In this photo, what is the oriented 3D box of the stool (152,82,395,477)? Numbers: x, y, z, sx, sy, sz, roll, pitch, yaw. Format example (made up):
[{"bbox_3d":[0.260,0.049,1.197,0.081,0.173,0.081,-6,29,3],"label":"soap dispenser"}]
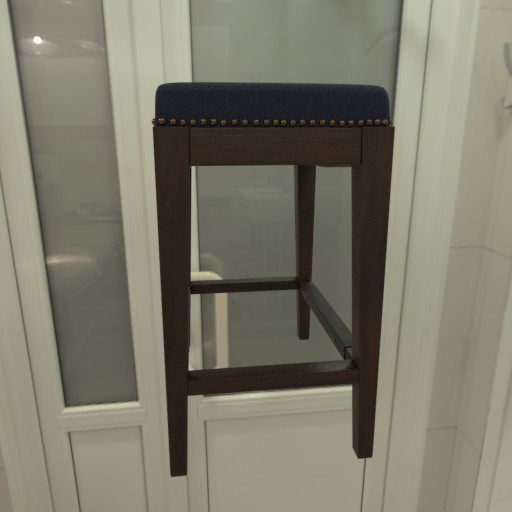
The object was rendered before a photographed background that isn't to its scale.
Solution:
[{"bbox_3d":[0.000,0.000,0.930,0.361,0.642,0.500,-2,16,-7],"label":"stool"}]
